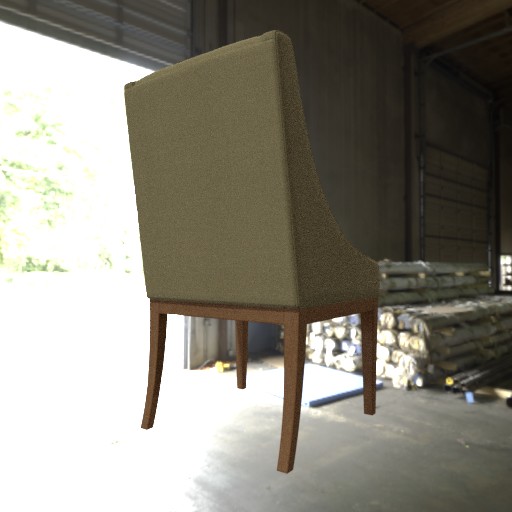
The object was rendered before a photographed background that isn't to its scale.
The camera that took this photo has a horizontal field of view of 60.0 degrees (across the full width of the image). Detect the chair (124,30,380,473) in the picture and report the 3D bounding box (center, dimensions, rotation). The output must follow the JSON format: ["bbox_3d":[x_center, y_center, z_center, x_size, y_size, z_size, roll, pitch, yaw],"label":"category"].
[{"bbox_3d":[0.000,0.000,1.372,0.575,1.021,0.611,-1,-1,35],"label":"chair"}]
